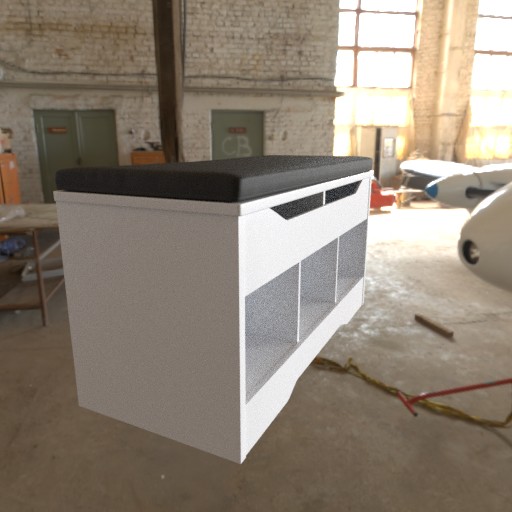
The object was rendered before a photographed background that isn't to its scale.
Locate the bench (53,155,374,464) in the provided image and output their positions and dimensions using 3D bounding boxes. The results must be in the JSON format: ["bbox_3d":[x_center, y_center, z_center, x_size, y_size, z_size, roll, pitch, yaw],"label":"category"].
[{"bbox_3d":[0.000,0.000,1.180,0.401,0.500,0.899,7,16,26],"label":"bench"}]
